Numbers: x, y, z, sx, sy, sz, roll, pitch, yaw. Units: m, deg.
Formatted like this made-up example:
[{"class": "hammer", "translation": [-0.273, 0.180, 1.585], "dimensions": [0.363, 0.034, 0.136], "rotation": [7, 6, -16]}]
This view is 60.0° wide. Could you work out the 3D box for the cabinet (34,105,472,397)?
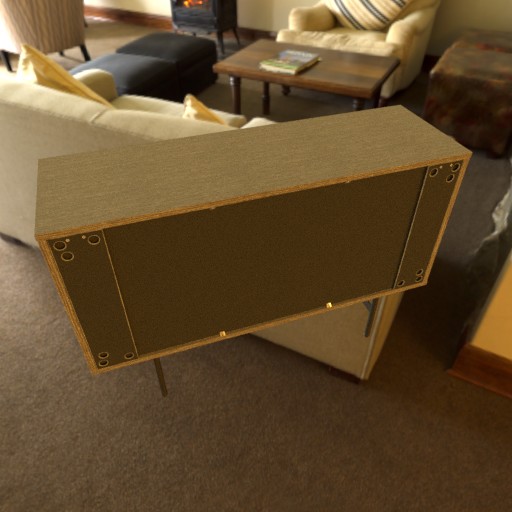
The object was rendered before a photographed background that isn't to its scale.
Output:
[{"class": "cabinet", "translation": [0.000, 0.000, 1.542], "dimensions": [1.194, 0.787, 0.405], "rotation": [-13, 42, -14]}]
